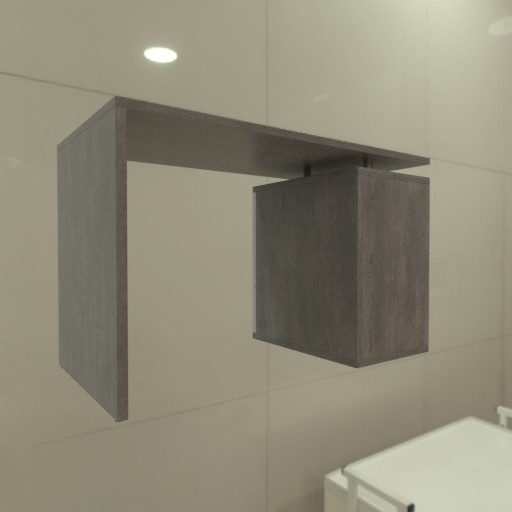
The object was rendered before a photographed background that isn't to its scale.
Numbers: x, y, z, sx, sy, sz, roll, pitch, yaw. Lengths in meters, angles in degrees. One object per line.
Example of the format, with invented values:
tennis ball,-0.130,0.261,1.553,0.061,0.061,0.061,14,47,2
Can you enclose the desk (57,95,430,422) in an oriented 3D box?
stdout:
desk,0.000,0.000,1.588,1.200,0.740,0.600,-1,1,-36
